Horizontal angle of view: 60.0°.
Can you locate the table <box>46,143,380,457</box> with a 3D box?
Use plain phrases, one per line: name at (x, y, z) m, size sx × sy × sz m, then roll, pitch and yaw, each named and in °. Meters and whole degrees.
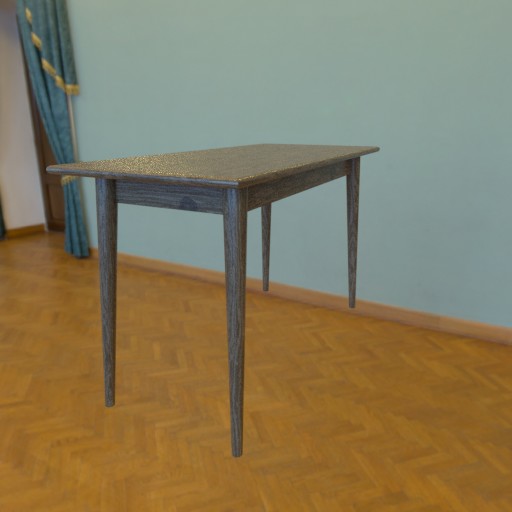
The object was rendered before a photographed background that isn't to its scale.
table at (0.000, 0.000, 1.727) m, size 0.599 × 0.780 × 1.300 m, roll 9°, pitch 19°, yaw 26°
